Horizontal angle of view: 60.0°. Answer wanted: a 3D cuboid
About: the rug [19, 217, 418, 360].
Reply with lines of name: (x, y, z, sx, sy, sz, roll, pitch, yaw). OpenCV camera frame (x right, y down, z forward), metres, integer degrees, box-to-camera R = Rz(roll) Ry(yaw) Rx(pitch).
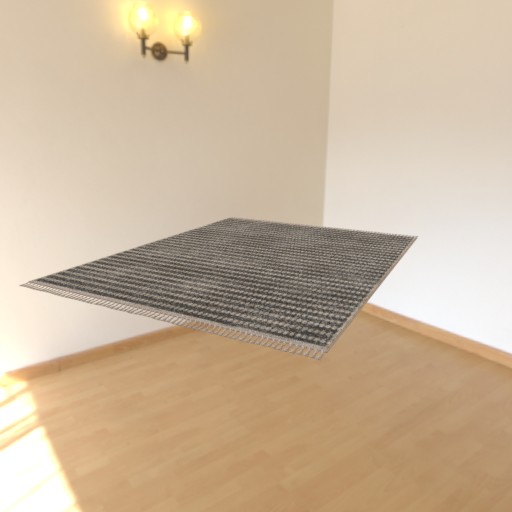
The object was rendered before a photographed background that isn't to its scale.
rug: (0.000, 0.000, 3.846, 2.256, 0.013, 2.910, 8, 18, 27)
